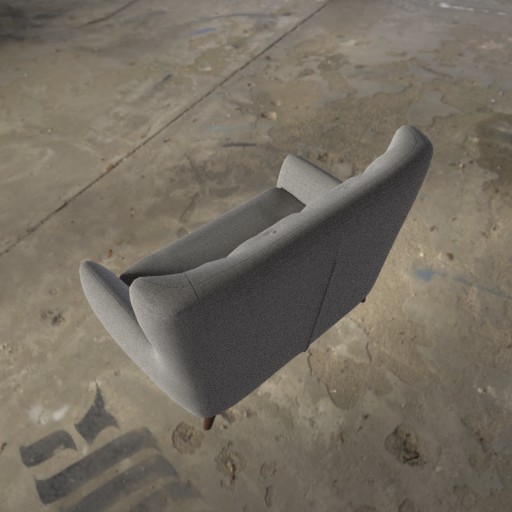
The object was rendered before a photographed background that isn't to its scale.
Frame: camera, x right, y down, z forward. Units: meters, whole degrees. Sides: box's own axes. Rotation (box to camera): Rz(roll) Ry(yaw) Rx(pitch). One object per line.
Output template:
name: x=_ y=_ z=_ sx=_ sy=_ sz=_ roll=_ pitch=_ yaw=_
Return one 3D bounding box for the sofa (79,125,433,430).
sofa: x=0.000 y=0.000 z=2.021 sx=1.386 sy=1.028 sz=0.884 roll=-32 pitch=54 yaw=-27
